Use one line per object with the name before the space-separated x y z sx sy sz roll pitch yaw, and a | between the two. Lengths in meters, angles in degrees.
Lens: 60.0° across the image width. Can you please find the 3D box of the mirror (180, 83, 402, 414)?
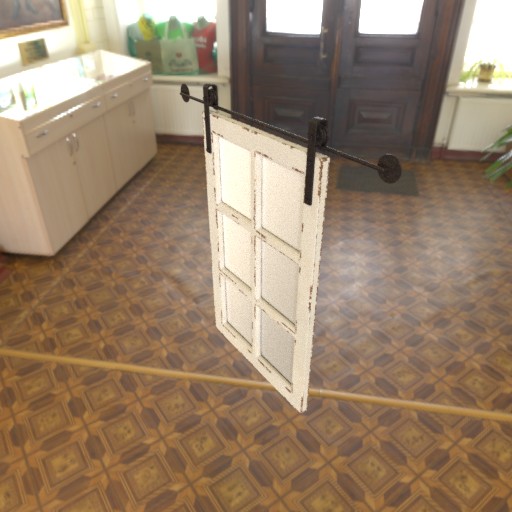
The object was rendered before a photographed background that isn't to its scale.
mirror | 0.000 0.000 1.232 0.037 0.844 0.808 -21 38 -30
